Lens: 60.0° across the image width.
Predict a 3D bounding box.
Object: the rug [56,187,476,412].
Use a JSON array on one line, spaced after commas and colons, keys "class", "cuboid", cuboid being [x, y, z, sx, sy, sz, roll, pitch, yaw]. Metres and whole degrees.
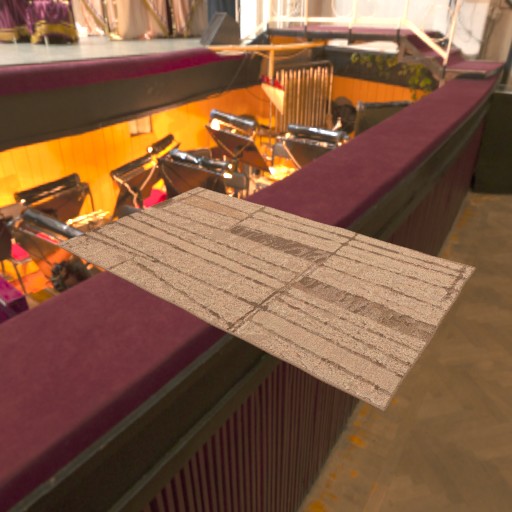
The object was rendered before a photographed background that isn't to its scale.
[{"class": "rug", "cuboid": [0.000, 0.000, 1.056, 0.867, 0.007, 0.515, 20, 35, 32]}]
